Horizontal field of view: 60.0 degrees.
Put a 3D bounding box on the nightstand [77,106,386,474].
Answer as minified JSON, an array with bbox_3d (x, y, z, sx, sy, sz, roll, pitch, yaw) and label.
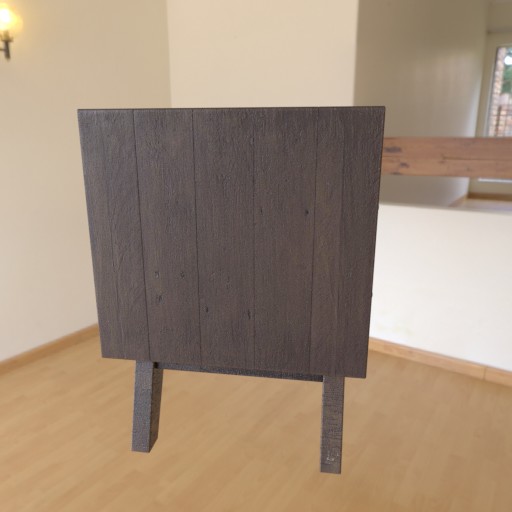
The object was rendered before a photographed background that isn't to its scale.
[{"bbox_3d":[0.000,0.000,1.002,0.450,0.599,0.650,2,15,9],"label":"nightstand"}]
